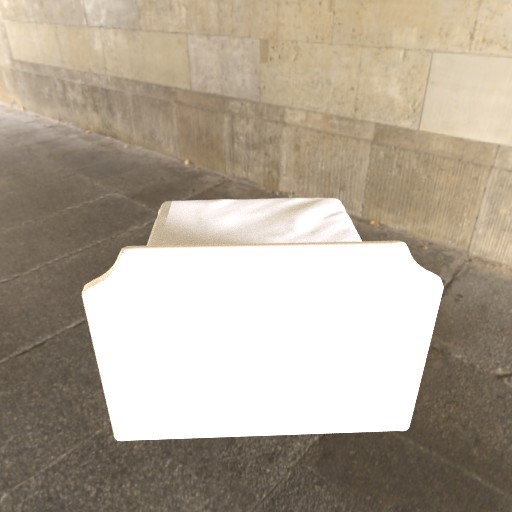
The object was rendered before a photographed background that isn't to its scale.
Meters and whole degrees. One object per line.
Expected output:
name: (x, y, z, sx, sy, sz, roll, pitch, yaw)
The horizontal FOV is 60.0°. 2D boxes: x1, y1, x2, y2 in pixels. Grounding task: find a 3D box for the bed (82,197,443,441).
bed: (0.000, 0.000, 3.831, 2.134, 1.524, 2.548, -1, 30, -2)
